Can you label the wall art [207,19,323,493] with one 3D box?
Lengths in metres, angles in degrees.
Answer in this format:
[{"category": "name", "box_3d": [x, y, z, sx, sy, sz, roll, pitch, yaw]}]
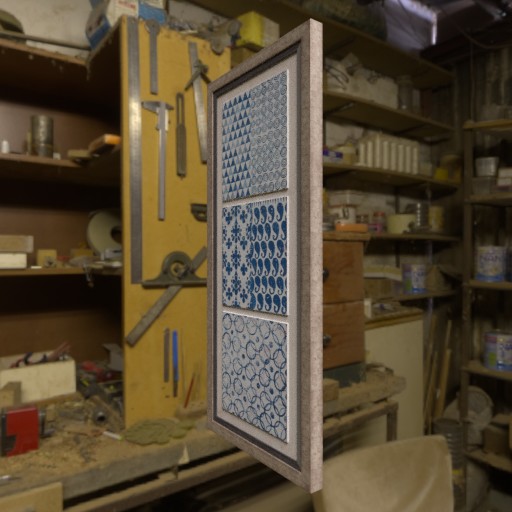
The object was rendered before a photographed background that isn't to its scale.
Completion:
[{"category": "wall art", "box_3d": [0.000, 0.000, 1.640, 0.051, 1.461, 0.648, 0, 0, -36]}]
